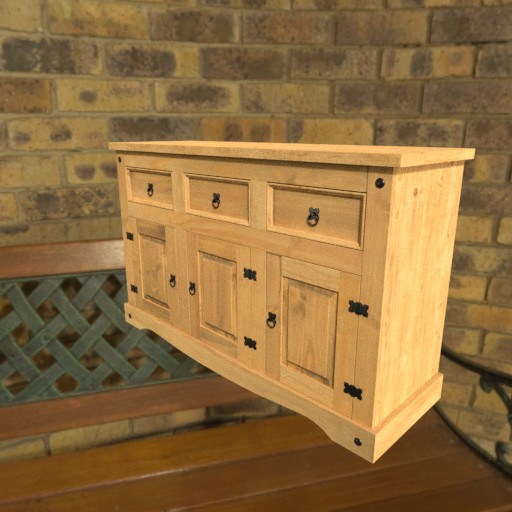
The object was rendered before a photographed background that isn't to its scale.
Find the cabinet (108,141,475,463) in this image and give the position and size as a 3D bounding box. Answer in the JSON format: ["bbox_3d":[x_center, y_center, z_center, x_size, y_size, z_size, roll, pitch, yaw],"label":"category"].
[{"bbox_3d":[0.000,0.000,1.666,1.321,0.810,0.432,15,22,43],"label":"cabinet"}]
